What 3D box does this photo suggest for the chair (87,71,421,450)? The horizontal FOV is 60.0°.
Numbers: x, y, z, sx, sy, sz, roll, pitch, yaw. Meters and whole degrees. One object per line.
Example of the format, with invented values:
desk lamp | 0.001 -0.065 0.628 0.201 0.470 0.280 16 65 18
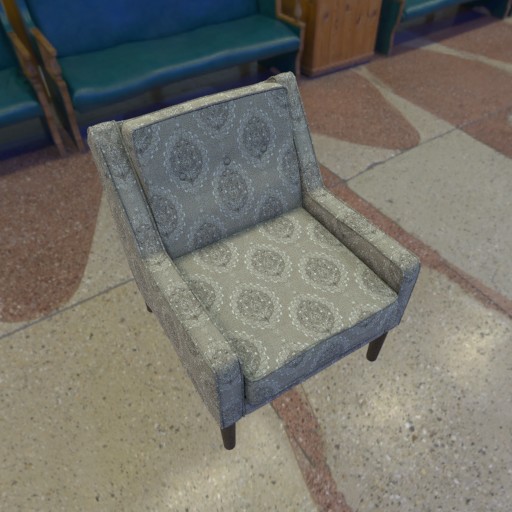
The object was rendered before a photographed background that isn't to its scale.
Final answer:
chair | 0.000 0.000 1.355 0.665 0.797 0.750 -24 51 -22
